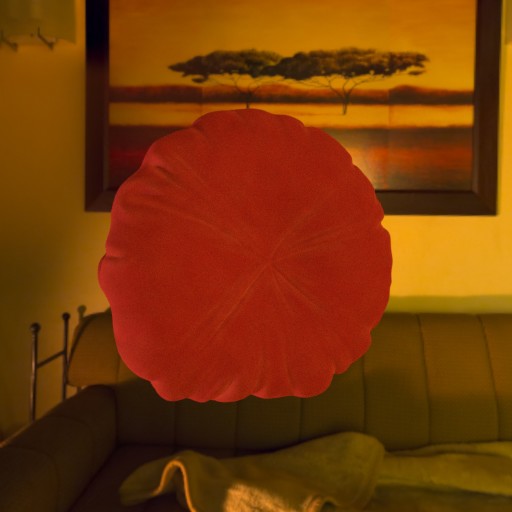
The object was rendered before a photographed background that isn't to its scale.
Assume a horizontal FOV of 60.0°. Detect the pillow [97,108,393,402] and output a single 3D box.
[{"bbox_3d":[0.000,0.000,0.634,0.428,0.407,0.148,0,0,-18],"label":"pillow"}]
